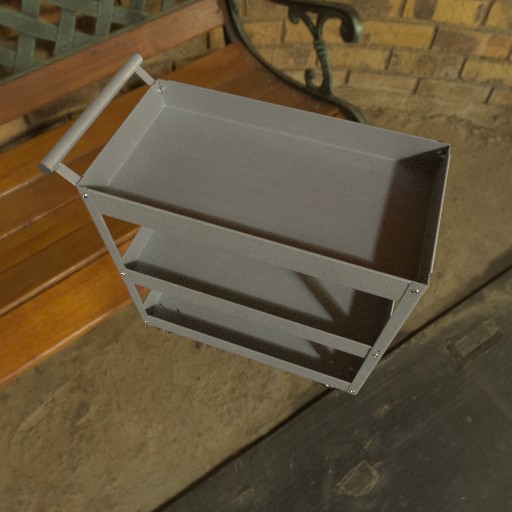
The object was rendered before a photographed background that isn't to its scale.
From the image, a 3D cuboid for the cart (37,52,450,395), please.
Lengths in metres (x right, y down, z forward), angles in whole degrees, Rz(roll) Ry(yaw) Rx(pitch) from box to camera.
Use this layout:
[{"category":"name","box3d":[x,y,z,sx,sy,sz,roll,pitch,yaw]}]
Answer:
[{"category":"cart","box3d":[0.000,0.000,1.156,0.719,0.780,0.366,16,58,10]}]
